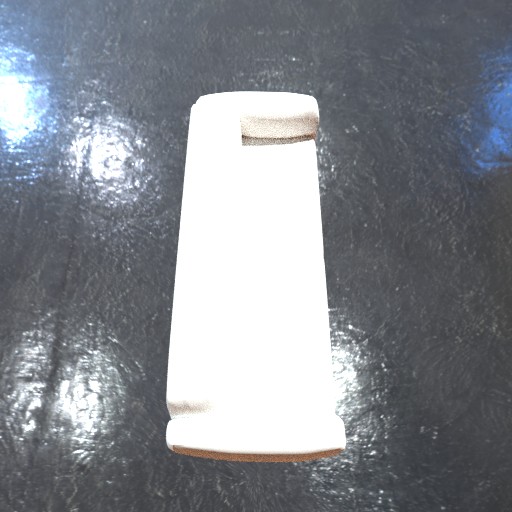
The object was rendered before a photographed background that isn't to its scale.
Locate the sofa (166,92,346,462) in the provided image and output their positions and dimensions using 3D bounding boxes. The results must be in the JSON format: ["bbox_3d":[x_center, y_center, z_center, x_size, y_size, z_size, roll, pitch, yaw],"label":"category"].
[{"bbox_3d":[0.000,0.000,2.703,0.870,0.780,2.280,0,64,0],"label":"sofa"}]
